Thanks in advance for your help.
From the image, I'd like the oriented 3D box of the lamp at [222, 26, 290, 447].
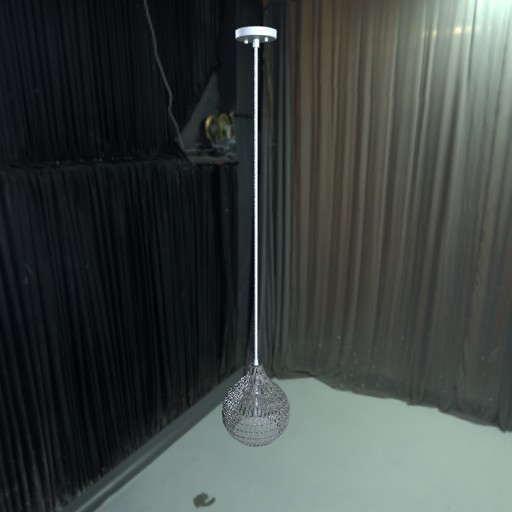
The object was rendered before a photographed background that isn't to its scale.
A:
[{"bbox_3d":[0.000,0.000,2.080,0.355,1.919,0.355,8,17,26],"label":"lamp"}]
